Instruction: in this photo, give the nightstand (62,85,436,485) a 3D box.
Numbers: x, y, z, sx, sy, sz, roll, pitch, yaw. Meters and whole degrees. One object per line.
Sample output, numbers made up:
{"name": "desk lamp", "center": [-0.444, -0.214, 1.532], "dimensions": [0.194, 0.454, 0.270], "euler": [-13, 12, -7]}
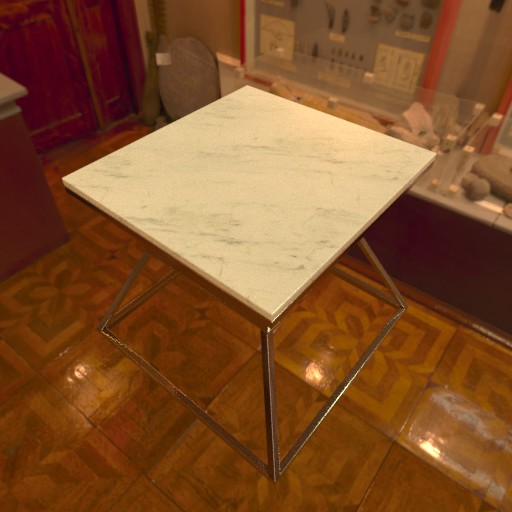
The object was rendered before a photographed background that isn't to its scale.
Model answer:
{"name": "nightstand", "center": [0.000, 0.000, 0.890], "dimensions": [0.514, 0.426, 0.513], "euler": [30, 52, 27]}
